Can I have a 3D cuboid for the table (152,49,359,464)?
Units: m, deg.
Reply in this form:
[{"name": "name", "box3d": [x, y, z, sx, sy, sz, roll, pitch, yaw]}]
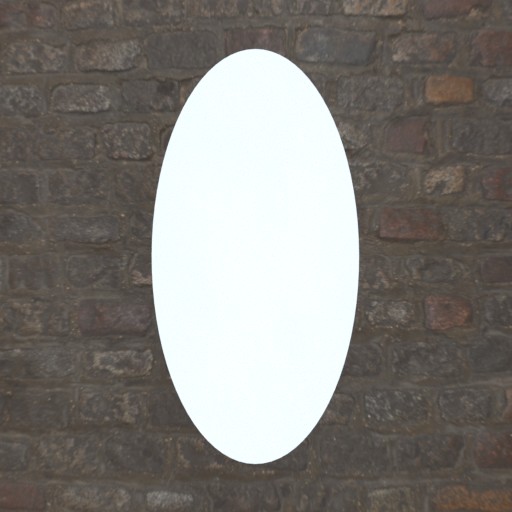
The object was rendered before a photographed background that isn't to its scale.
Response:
[{"name": "table", "box3d": [0.000, 0.000, 1.351, 0.542, 0.390, 1.083, 0, 89, 1]}]
